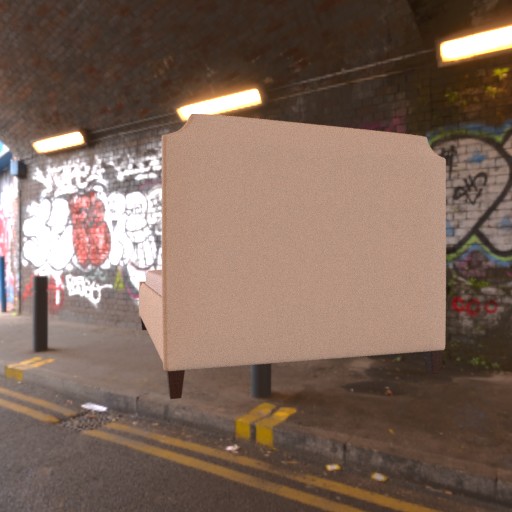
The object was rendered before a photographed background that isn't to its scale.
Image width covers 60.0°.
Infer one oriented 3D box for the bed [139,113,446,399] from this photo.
[{"bbox_3d":[0.000,0.000,3.535,1.712,1.443,2.372,0,0,-18],"label":"bed"}]
